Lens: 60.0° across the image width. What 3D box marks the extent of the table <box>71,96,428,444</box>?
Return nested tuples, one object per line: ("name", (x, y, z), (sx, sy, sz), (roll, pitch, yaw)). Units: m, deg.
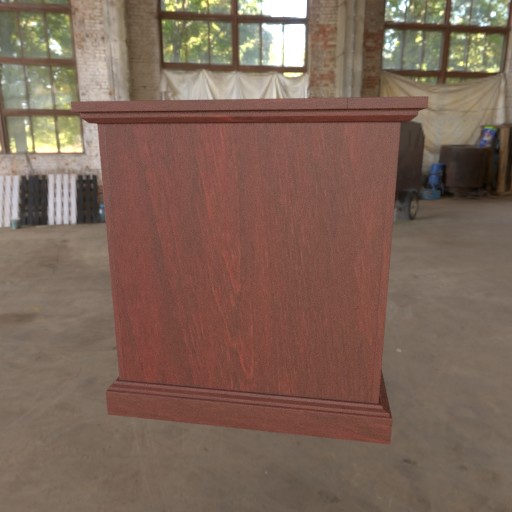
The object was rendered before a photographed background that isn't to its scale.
("table", (0.000, 0.000, 0.958), (0.584, 0.612, 0.356), (2, 15, 9))
